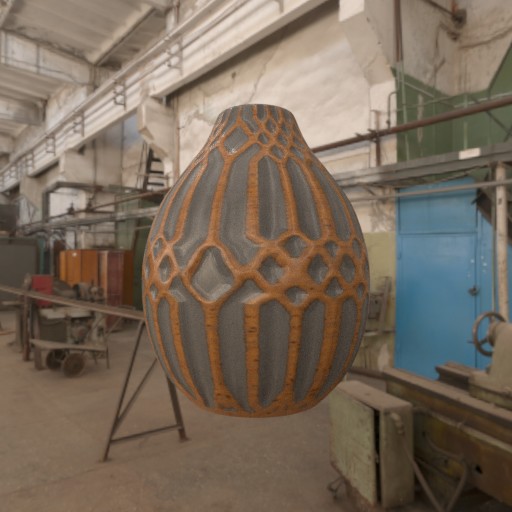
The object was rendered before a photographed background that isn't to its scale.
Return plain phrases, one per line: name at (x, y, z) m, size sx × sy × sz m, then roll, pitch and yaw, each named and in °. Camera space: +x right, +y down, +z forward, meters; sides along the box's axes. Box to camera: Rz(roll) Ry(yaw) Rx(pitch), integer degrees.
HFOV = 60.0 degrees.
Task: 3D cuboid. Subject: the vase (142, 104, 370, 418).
vase at (0.000, 0.000, 0.138) m, size 0.069 × 0.088 × 0.069 m, roll 0°, pitch -1°, yaw 0°
